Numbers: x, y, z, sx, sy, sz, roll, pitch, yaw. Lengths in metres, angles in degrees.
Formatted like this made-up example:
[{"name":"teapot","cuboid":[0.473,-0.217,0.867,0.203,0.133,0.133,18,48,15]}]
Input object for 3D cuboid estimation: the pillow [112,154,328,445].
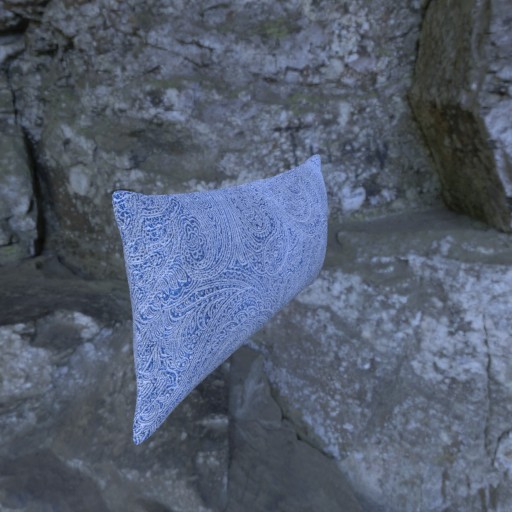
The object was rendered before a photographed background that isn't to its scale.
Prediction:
[{"name":"pillow","cuboid":[0.000,0.000,0.732,0.151,0.295,0.615,8,18,25]}]
